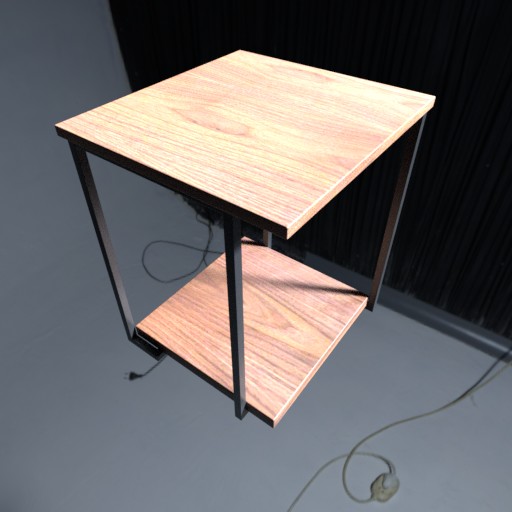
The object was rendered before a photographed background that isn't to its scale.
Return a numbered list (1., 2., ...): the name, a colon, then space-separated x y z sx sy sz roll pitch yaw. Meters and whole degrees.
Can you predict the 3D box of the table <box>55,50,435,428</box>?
1. table: 0.000 0.000 0.831 0.384 0.567 0.411 26 48 27
